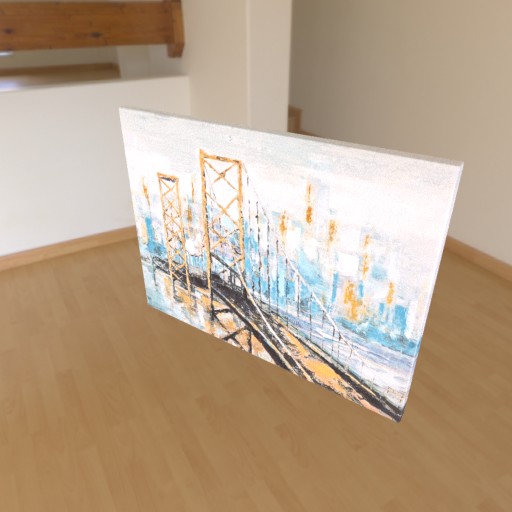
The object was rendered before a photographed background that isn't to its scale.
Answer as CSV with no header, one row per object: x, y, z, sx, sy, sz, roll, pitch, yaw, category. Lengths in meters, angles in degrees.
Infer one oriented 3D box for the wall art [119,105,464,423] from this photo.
0.000,0.000,1.339,1.016,0.762,0.038,19,35,29,wall art
